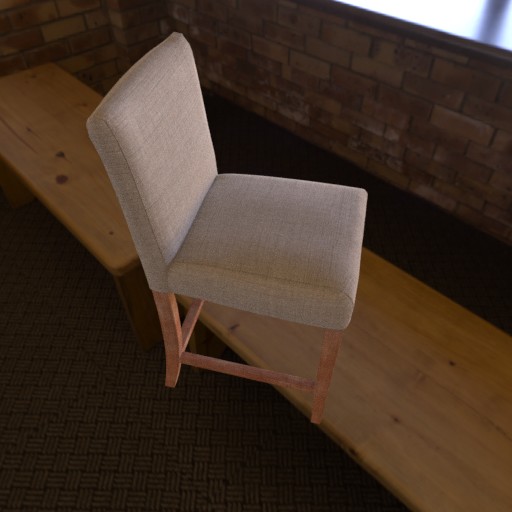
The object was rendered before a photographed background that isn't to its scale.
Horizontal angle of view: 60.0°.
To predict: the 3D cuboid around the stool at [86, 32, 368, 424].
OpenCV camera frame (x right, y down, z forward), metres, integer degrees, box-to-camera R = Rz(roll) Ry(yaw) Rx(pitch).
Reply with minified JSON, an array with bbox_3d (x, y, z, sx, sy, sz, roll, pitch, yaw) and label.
[{"bbox_3d":[0.000,0.000,1.268,0.567,1.039,0.454,10,47,9],"label":"stool"}]
